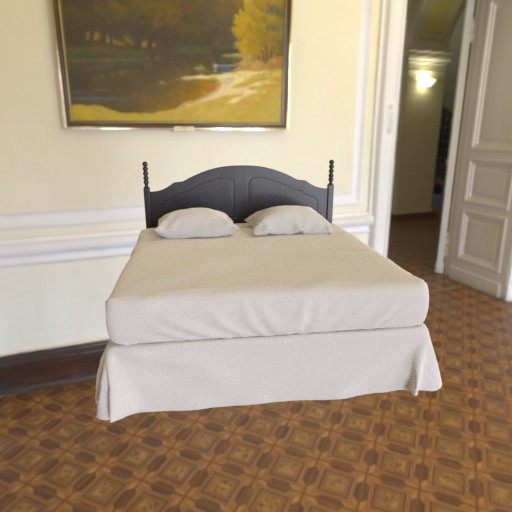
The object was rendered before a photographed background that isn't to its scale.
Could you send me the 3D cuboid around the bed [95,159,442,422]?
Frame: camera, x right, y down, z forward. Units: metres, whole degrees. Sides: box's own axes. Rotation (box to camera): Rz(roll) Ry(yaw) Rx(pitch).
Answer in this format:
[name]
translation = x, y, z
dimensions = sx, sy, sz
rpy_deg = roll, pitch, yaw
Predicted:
[bed]
translation = 0.000, 0.000, 3.560
dimensions = 2.322, 1.355, 2.219
rpy_deg = -2, 16, -8
